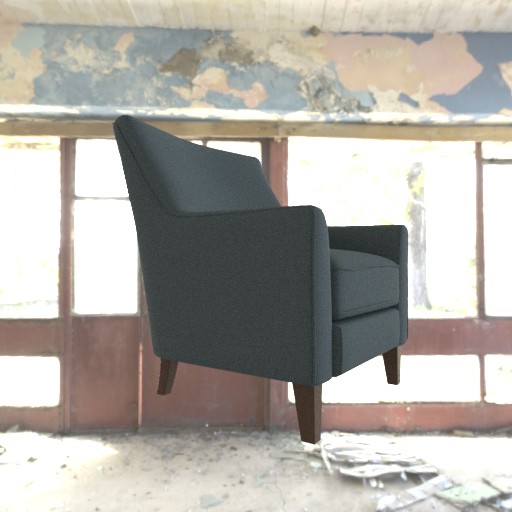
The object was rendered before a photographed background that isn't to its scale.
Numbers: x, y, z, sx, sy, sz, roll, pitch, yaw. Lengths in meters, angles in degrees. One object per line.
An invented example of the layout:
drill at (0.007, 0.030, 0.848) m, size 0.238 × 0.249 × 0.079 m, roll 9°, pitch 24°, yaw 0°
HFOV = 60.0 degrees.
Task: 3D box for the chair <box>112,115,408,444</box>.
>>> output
chair at (0.000, 0.000, 1.565) m, size 0.879 × 0.916 × 0.756 m, roll 0°, pitch -1°, yaw 35°
